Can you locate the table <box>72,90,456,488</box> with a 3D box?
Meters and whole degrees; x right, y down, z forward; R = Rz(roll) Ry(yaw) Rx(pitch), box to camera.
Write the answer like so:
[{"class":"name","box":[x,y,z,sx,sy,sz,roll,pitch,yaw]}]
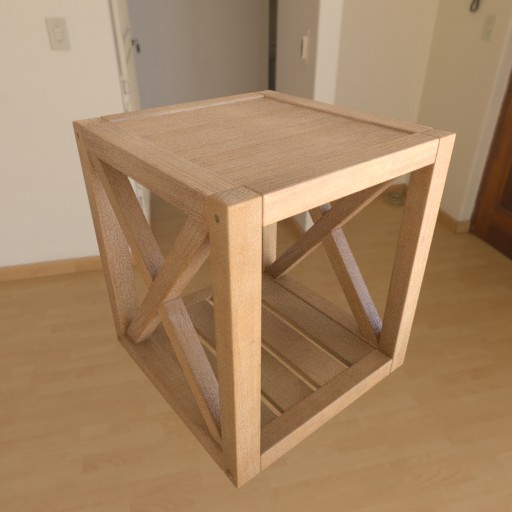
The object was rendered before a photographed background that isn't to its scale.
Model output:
[{"class":"table","box":[0.000,0.000,1.049,0.558,0.610,0.559,-23,38,-33]}]
